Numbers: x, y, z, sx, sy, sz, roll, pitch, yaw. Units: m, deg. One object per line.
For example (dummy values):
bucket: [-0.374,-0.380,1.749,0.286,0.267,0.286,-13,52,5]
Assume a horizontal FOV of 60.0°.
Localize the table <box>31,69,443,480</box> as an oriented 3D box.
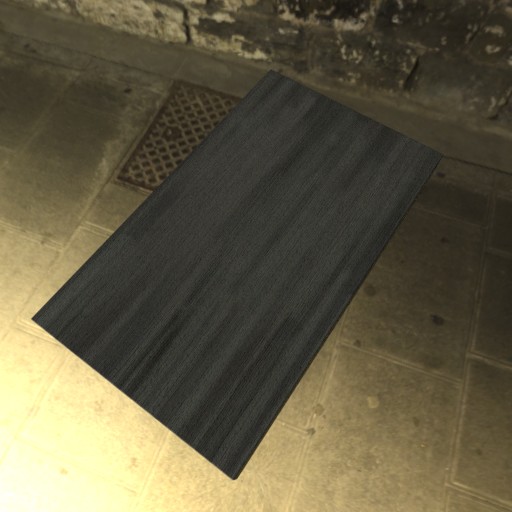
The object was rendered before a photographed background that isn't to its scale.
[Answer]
table: [0.000,0.000,1.396,0.643,0.347,1.088,32,68,15]
